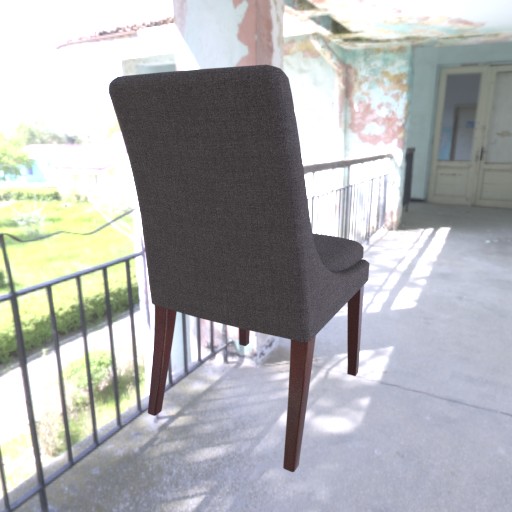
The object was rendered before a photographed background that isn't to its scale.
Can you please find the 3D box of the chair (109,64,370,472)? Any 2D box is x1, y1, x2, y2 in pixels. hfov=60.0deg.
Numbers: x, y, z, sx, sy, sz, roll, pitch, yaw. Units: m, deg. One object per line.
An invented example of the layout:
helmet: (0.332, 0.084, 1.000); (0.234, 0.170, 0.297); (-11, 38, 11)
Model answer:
chair: (0.000, 0.000, 1.305); (0.508, 0.952, 0.655); (9, 18, 29)
